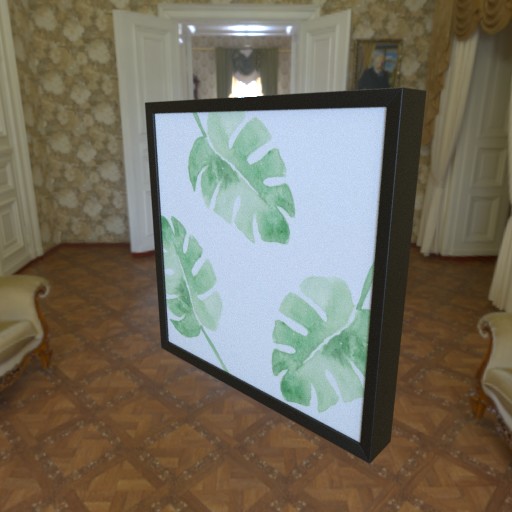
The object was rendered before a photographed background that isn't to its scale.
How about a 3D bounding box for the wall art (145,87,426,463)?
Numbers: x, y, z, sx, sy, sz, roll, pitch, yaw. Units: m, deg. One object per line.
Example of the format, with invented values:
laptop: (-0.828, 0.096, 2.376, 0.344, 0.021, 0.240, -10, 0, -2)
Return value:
wall art: (0.000, 0.000, 0.451, 0.304, 0.304, 0.038, 15, 22, 41)
